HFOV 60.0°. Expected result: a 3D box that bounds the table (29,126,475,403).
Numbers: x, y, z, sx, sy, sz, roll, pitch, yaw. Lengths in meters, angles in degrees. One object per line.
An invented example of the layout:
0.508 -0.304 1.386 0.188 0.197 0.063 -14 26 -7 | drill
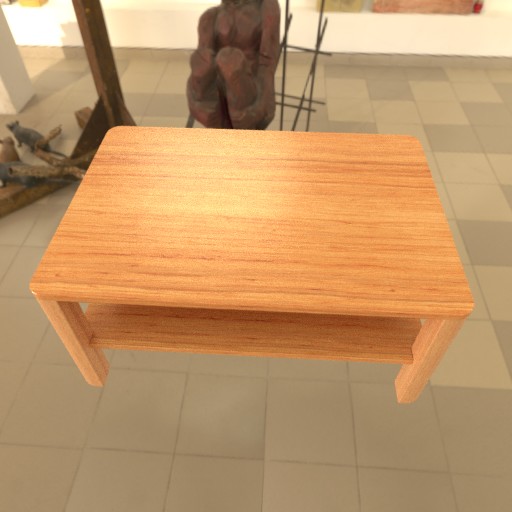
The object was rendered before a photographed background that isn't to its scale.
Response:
0.000 0.000 1.363 0.997 0.445 0.696 2 48 2 | table
